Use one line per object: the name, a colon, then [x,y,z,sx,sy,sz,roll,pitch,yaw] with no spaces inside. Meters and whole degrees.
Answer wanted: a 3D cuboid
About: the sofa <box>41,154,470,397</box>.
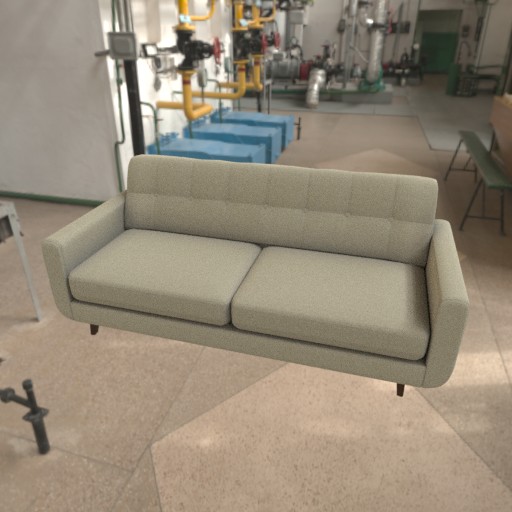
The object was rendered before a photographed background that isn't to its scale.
sofa: [0.000,0.000,2.574,2.137,0.892,0.980,8,29,14]
